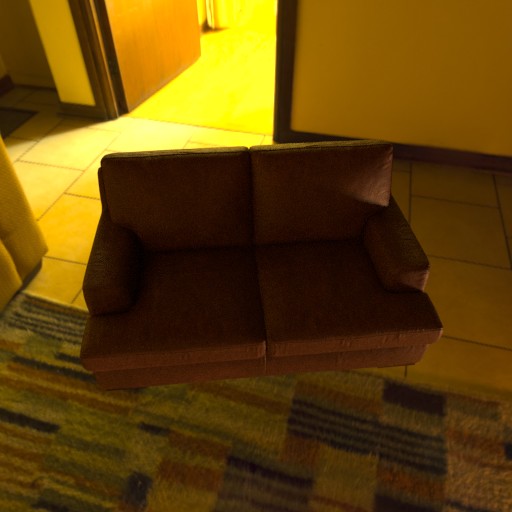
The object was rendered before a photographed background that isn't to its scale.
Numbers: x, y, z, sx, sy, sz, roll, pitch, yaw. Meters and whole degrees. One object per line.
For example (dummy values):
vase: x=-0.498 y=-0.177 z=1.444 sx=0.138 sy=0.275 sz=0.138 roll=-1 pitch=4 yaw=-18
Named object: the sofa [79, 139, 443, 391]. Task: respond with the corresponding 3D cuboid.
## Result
sofa: x=0.000 y=0.000 z=2.530 sx=1.880 sy=0.939 sz=1.143 roll=-4 pitch=45 yaw=-4
